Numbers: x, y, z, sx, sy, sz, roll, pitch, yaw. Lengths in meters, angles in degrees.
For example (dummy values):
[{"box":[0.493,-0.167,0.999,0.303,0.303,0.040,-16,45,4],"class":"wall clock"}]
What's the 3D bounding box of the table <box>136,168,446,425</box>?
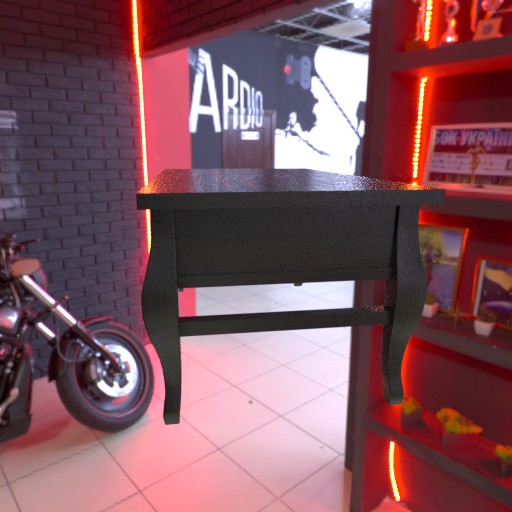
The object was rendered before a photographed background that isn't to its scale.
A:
[{"box":[0.000,0.000,1.382,0.600,0.494,1.062,-2,13,-8],"class":"table"}]
